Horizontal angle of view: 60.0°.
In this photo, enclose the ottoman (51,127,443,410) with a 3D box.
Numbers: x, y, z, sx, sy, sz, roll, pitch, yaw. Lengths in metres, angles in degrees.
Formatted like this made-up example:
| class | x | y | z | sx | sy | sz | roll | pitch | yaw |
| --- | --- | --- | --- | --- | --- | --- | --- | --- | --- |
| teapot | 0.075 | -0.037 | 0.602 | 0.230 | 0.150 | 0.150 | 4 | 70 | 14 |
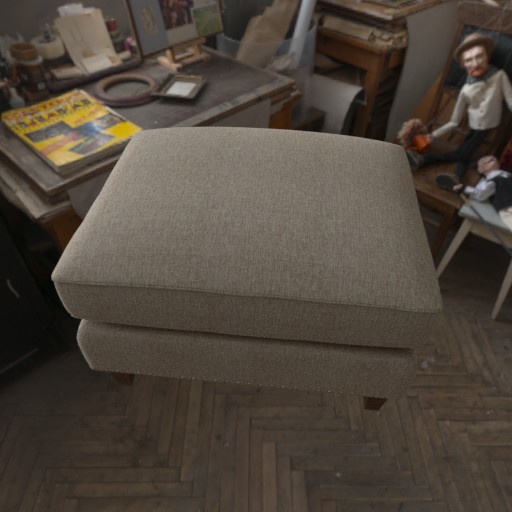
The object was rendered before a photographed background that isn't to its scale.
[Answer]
| class | x | y | z | sx | sy | sz | roll | pitch | yaw |
| --- | --- | --- | --- | --- | --- | --- | --- | --- | --- |
| ottoman | 0.000 | 0.000 | 1.132 | 0.741 | 0.513 | 0.584 | 4 | 45 | 4 |
